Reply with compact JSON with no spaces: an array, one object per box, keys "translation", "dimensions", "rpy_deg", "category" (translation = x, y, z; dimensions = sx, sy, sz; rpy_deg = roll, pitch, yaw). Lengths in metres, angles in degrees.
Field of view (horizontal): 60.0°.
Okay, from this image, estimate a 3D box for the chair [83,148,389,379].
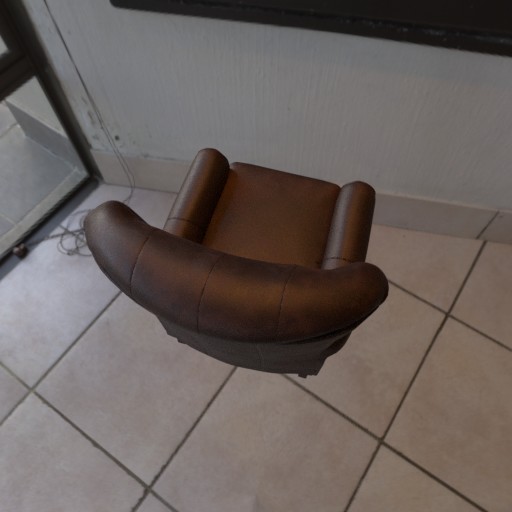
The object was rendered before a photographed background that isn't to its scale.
[{"translation":[0.000,0.000,1.891],"dimensions":[0.948,1.158,1.058],"rpy_deg":[14,63,8],"category":"chair"}]
